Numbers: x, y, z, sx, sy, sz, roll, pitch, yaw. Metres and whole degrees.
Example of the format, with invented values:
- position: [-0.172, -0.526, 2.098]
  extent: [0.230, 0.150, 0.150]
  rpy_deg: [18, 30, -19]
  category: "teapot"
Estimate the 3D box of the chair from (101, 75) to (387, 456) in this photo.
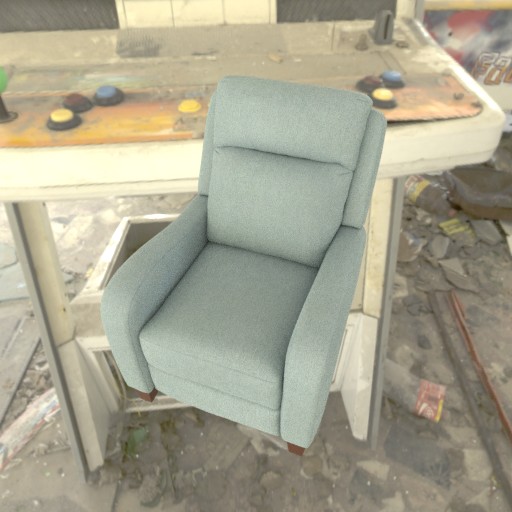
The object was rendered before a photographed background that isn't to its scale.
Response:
- position: [0.000, 0.000, 1.717]
  extent: [0.785, 1.067, 0.988]
  rpy_deg: [14, 44, 15]
  category: "chair"
